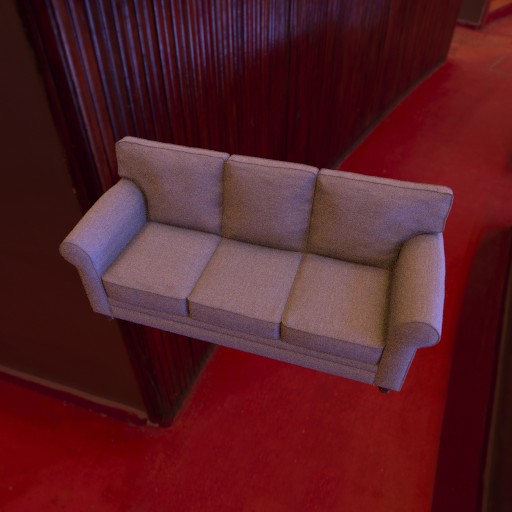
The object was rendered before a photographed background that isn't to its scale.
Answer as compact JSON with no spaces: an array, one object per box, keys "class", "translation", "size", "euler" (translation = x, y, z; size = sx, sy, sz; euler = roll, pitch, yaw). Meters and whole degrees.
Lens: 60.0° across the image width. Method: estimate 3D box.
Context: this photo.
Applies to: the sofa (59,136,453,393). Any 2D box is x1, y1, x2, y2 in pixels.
[{"class":"sofa","translation":[0.000,0.000,2.671],"size":[2.084,0.961,0.916],"euler":[12,43,13]}]
